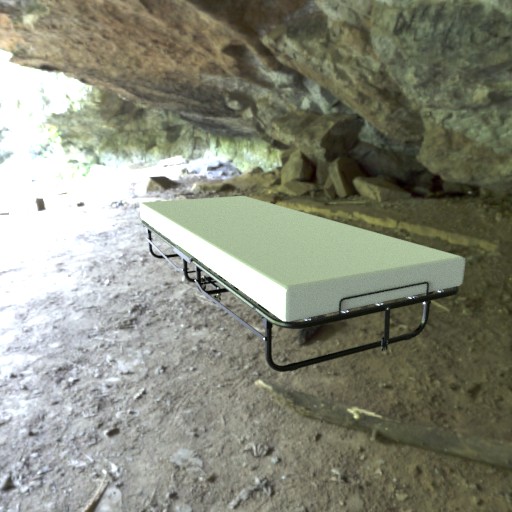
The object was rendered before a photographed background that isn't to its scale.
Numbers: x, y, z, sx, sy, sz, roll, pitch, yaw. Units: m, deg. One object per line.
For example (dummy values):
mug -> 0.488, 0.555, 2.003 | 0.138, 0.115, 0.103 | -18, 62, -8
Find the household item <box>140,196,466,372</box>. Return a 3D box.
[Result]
household item -> 0.000, 0.000, 2.256 | 0.787, 0.356, 1.905 | -8, 17, -26
